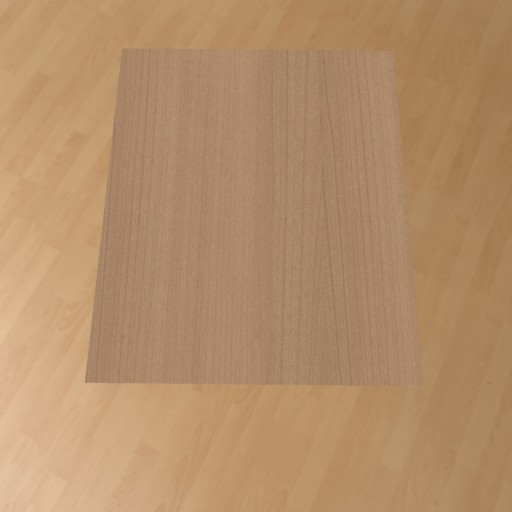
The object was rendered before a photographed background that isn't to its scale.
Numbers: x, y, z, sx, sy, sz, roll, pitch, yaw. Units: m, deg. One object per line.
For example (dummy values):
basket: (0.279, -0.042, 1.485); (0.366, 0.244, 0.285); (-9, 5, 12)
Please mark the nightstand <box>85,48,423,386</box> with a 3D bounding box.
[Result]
nightstand: (0.000, 0.000, 0.814); (0.380, 0.530, 0.450); (1, 74, 0)
